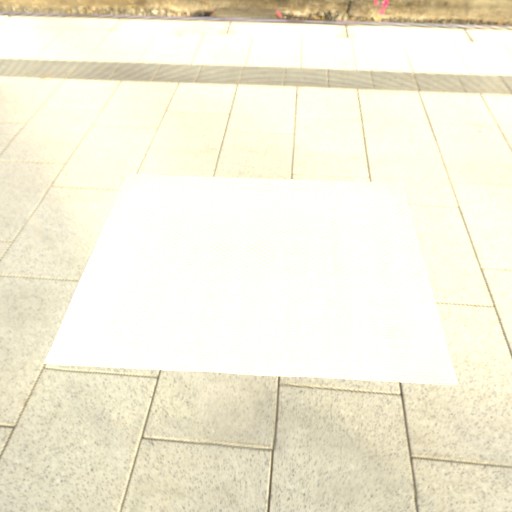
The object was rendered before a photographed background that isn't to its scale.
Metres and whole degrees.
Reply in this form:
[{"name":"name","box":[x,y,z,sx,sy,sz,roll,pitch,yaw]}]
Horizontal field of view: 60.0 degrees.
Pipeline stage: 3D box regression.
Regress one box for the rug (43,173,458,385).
[{"name":"rug","box":[0.000,0.000,3.862,2.897,0.035,2.277,2,46,2]}]
